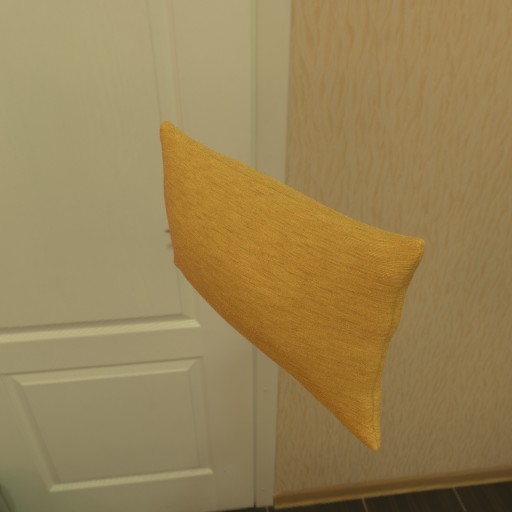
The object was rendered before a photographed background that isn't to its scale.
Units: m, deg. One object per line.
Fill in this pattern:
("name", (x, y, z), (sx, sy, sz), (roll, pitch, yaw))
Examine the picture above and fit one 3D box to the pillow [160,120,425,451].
("pillow", (0.000, 0.000, 0.781), (0.210, 0.354, 0.634), (-21, 37, -30))
